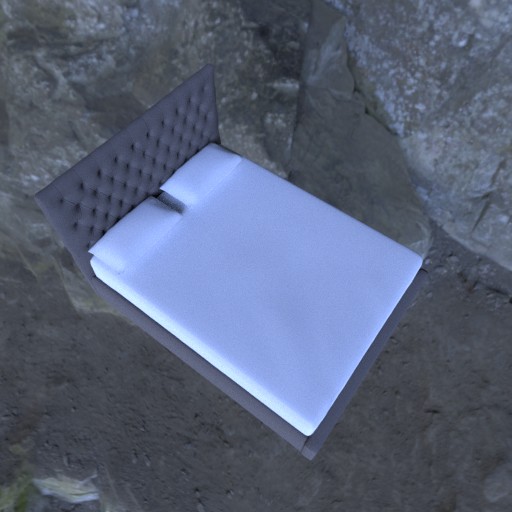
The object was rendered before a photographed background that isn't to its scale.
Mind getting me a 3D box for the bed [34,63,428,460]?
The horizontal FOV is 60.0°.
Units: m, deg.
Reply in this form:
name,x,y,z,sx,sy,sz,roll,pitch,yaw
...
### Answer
name,x,y,z,sx,sy,sz,roll,pitch,yaw
bed,0.000,0.000,3.328,2.233,1.426,1.696,33,63,19
